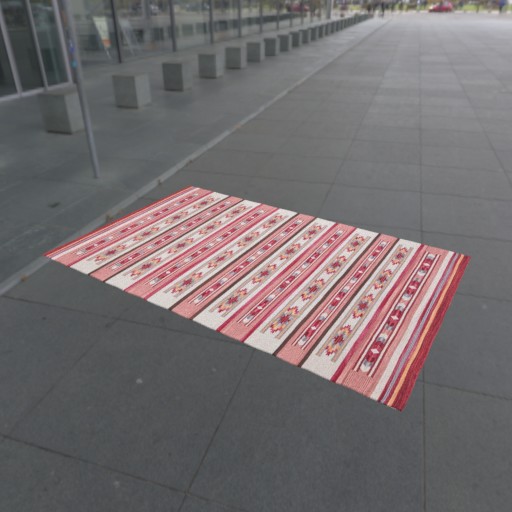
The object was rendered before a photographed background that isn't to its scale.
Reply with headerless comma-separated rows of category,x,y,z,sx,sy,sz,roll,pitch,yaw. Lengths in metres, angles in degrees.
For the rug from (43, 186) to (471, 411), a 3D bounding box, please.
rug,0.000,0.000,2.973,2.431,0.010,1.535,18,34,28
